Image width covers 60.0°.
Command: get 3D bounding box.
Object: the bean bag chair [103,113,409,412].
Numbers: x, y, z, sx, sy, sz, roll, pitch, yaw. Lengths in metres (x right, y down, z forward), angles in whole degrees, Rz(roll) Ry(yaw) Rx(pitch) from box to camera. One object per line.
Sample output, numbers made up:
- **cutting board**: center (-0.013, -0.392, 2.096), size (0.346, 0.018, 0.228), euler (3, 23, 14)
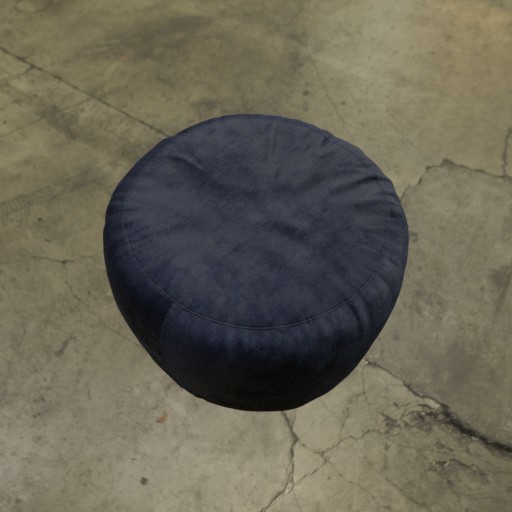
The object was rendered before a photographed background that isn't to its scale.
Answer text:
- **bean bag chair**: center (0.000, 0.000, 1.950), size (1.219, 0.762, 1.219), euler (0, 58, 0)
